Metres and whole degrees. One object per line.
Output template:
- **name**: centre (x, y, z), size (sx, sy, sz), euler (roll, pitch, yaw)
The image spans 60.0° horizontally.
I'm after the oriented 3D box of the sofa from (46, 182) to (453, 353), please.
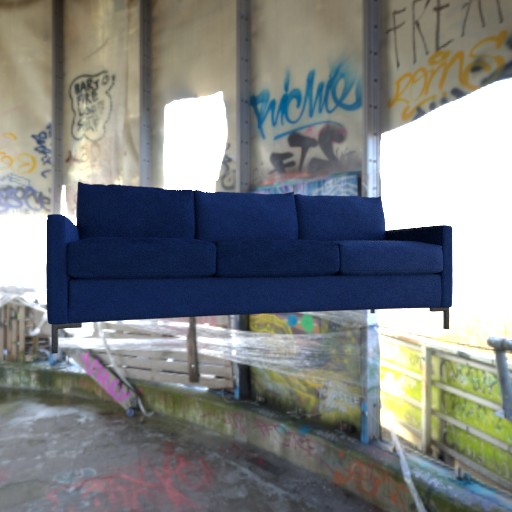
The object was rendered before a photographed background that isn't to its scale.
- **sofa**: centre (0.000, 0.000, 2.695), size (2.252, 0.879, 0.875), euler (0, 0, -18)
